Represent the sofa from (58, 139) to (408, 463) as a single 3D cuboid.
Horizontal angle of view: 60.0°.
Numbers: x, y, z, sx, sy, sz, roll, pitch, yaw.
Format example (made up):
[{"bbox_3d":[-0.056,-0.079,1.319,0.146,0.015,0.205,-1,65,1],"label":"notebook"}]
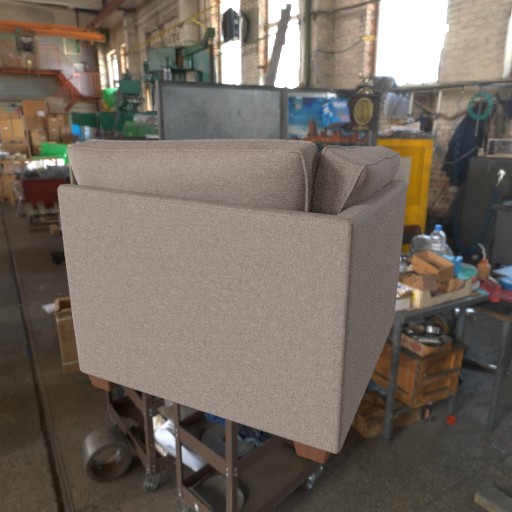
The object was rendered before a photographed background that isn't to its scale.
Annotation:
[{"bbox_3d":[0.000,0.000,1.828,1.042,0.951,1.050,8,18,25],"label":"sofa"}]
